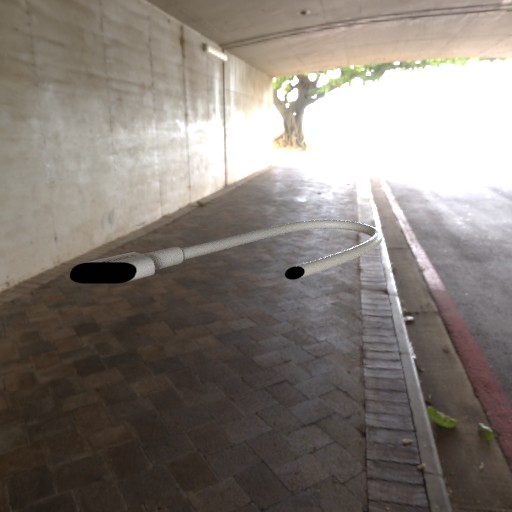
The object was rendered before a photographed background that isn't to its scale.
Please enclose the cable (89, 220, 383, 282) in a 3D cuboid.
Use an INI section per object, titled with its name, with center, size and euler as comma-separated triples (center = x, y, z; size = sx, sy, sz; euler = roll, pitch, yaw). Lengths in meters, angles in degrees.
[cable]
center = 0.000, 0.000, 0.113
size = 0.041, 0.005, 0.098
euler = 15, 22, 42
